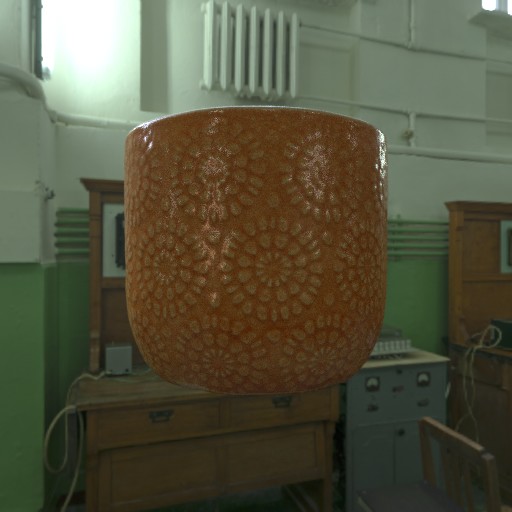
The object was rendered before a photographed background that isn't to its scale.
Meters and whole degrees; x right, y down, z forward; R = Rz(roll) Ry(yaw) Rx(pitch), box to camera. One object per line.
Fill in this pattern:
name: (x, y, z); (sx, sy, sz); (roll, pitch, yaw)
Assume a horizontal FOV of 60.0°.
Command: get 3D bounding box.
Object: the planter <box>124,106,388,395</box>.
planter: (0.000, 0.000, 0.293); (0.170, 0.152, 0.170); (0, 0, 0)
